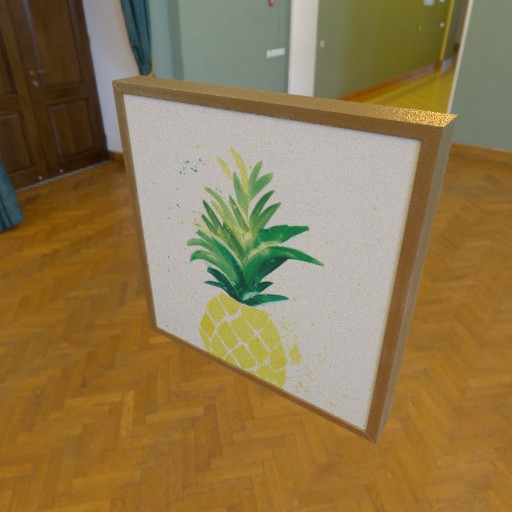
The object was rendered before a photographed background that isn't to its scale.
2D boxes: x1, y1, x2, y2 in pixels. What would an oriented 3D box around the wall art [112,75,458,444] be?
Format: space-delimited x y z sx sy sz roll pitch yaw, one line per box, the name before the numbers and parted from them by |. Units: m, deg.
wall art | 0.000 0.000 0.439 0.306 0.305 0.038 19 35 29
